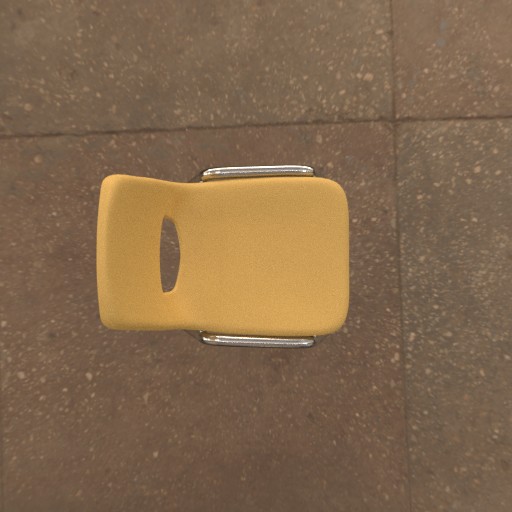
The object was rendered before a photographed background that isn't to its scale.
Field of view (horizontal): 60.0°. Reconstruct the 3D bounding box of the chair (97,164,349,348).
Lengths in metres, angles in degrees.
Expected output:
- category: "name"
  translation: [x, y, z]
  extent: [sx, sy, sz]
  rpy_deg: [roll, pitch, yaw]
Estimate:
- category: "chair"
  translation: [0.000, 0.000, 0.838]
  extent: [0.423, 0.586, 0.354]
  rpy_deg: [0, 89, -1]
